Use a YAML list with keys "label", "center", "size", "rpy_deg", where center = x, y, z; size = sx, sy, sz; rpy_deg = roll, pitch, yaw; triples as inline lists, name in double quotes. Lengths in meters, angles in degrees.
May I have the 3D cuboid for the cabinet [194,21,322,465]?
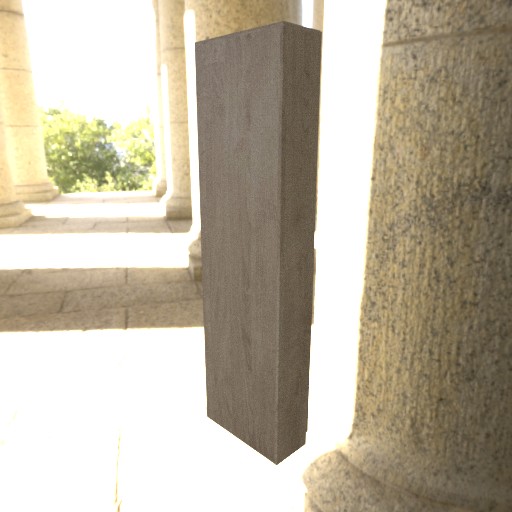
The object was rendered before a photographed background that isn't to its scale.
- label: "cabinet"
  center: [0.000, 0.000, 1.985]
  size: [0.230, 1.790, 0.500]
  rpy_deg: [-14, 21, -43]
